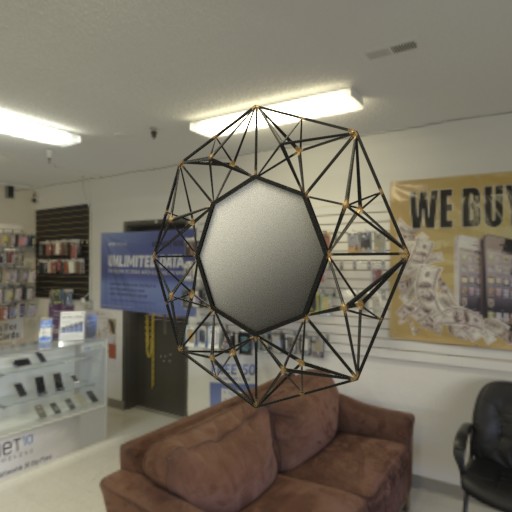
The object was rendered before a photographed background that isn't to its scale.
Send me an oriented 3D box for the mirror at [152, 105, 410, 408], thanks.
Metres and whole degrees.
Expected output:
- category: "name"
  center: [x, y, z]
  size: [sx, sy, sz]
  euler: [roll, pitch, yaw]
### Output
- category: "mirror"
  center: [0.000, 0.000, 1.039]
  size: [0.710, 0.710, 0.094]
  euler: [0, -1, 36]
